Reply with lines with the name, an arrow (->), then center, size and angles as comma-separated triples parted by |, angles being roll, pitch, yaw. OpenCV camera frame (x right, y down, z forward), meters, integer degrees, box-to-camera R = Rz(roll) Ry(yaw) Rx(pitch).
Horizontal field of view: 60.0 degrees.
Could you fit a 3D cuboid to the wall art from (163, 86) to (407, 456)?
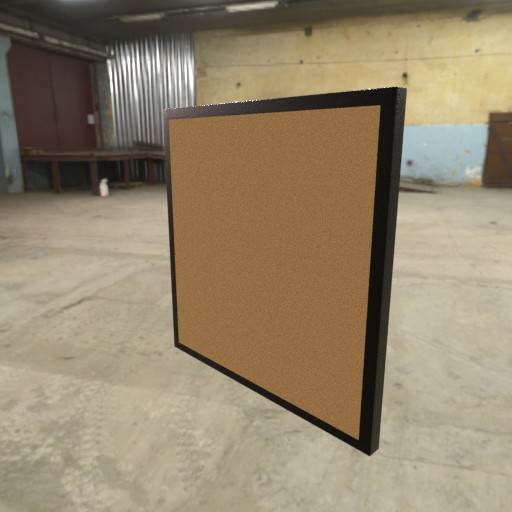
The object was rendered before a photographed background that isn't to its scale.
wall art -> 0.000, 0.000, 1.150 | 0.038, 0.761, 0.755 | -13, 19, -42
